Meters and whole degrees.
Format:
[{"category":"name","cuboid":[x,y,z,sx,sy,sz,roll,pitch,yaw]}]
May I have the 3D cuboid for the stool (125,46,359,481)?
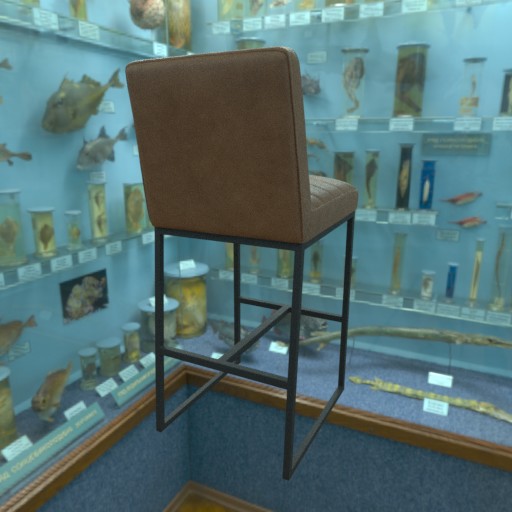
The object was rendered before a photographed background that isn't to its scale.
[{"category":"stool","cuboid":[0.000,0.000,1.310,0.458,1.040,0.556,8,17,27]}]
